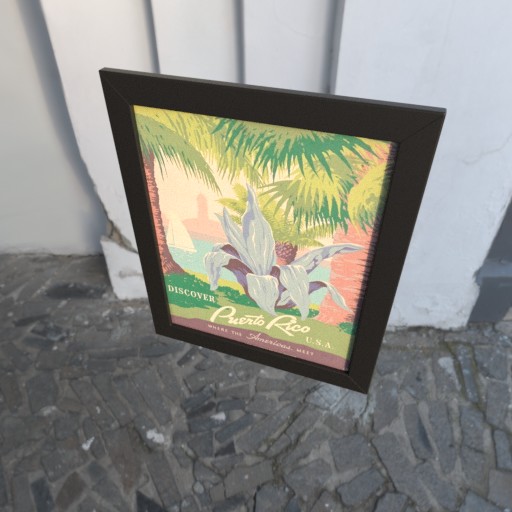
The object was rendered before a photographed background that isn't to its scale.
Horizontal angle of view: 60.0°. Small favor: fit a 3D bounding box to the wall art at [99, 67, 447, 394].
[{"bbox_3d":[0.000,0.000,0.774,0.481,0.582,0.018,13,41,15],"label":"wall art"}]
